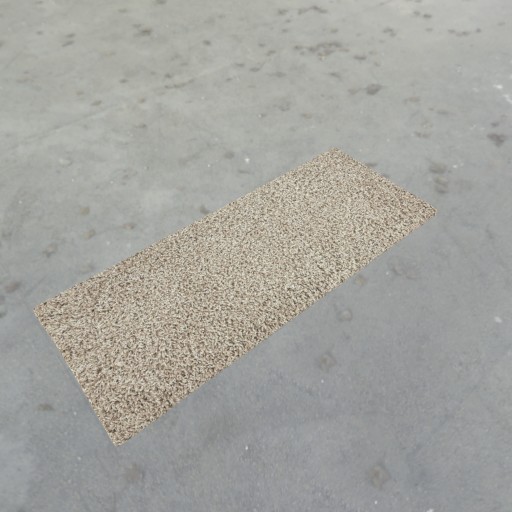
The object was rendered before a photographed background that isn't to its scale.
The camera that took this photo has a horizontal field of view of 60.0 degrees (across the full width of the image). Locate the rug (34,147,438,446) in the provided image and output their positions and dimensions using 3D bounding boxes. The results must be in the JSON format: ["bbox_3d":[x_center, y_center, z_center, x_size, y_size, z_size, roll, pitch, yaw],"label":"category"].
[{"bbox_3d":[0.000,0.000,1.720,1.524,0.030,0.609,-32,55,-25],"label":"rug"}]
